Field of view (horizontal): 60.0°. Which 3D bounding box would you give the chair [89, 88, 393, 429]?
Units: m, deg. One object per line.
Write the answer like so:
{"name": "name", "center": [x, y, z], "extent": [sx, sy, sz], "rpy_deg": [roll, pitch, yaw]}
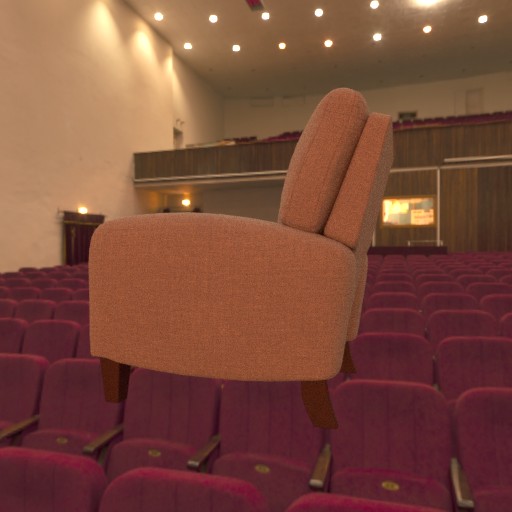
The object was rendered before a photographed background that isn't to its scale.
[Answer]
{"name": "chair", "center": [0.000, 0.000, 1.680], "extent": [0.990, 0.990, 0.762], "rpy_deg": [0, 0, 18]}
